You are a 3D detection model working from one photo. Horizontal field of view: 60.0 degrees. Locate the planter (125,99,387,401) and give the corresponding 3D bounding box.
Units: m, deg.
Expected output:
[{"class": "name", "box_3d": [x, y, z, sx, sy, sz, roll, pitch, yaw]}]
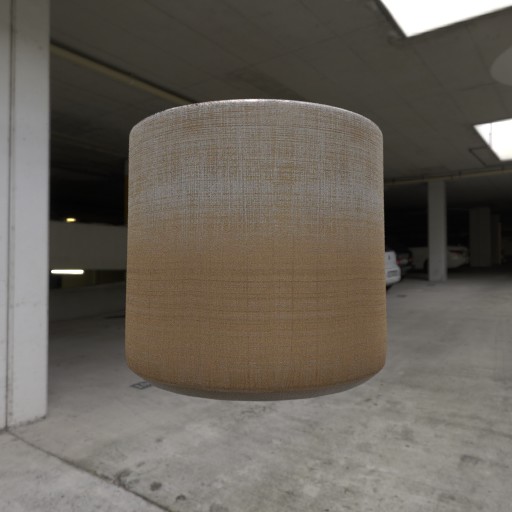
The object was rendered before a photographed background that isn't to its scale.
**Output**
[{"class": "planter", "box_3d": [0.000, 0.000, 0.392, 0.221, 0.201, 0.221, 0, -1, 0]}]
